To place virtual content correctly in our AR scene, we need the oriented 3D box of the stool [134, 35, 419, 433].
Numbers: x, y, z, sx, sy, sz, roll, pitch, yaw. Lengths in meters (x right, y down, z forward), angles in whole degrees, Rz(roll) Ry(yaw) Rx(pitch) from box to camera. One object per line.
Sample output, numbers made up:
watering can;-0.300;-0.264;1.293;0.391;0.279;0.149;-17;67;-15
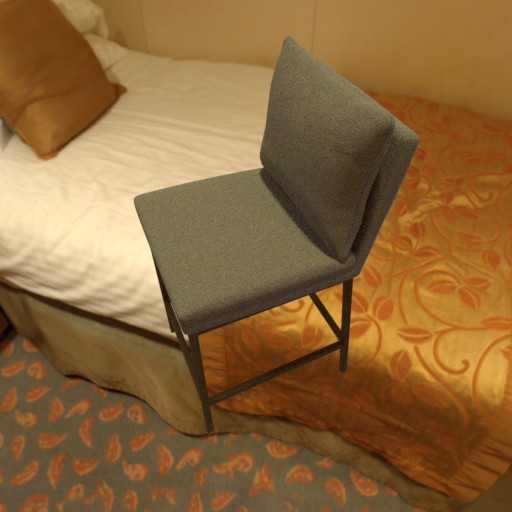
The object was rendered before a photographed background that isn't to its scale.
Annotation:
stool;0.000;0.000;1.291;0.569;1.031;0.463;-18;49;-16
